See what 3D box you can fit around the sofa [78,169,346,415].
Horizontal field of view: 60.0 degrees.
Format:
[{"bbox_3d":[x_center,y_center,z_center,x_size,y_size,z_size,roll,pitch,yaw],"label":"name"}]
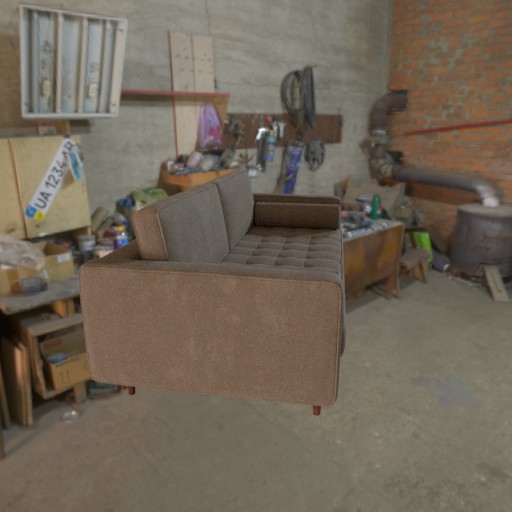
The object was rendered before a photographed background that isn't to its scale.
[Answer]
[{"bbox_3d":[0.000,0.000,2.343,0.920,0.769,1.883,3,16,10],"label":"sofa"}]
